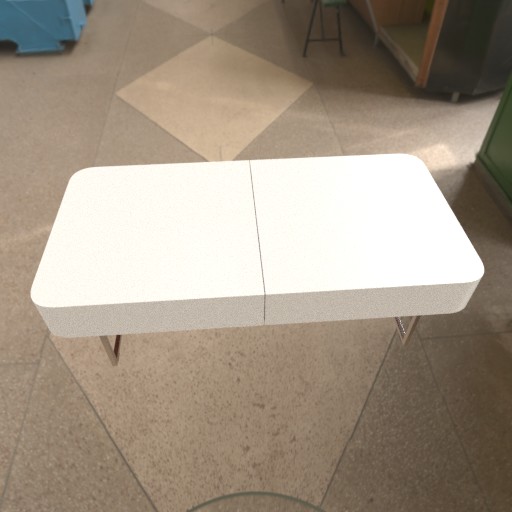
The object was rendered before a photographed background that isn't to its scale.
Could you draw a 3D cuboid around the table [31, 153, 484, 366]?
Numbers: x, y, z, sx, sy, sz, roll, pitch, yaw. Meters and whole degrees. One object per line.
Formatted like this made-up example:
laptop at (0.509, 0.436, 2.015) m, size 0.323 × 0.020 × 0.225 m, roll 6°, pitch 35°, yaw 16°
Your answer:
table at (0.000, 0.000, 1.458) m, size 1.200 × 0.340 × 0.600 m, roll -3°, pitch 46°, yaw -3°
